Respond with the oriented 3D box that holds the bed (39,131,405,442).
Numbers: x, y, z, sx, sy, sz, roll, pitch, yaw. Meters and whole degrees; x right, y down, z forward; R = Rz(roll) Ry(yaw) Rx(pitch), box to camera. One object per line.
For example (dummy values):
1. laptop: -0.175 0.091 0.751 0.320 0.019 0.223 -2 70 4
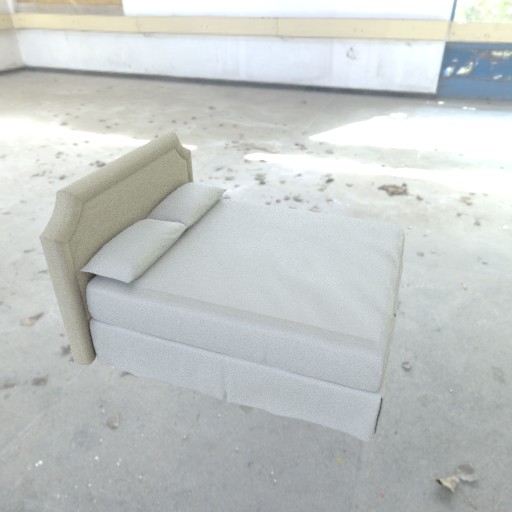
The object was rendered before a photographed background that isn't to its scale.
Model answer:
1. bed: 0.000 0.000 3.306 2.164 1.297 1.828 11 33 17
